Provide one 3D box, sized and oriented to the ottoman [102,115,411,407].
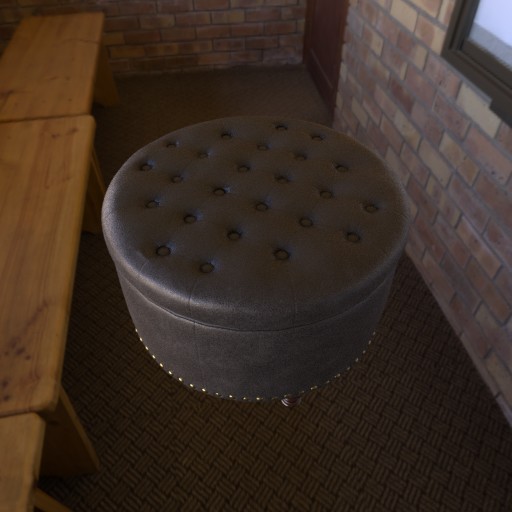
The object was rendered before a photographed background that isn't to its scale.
[{"bbox_3d":[0.000,0.000,1.069,0.637,0.442,0.637,0,45,0],"label":"ottoman"}]
